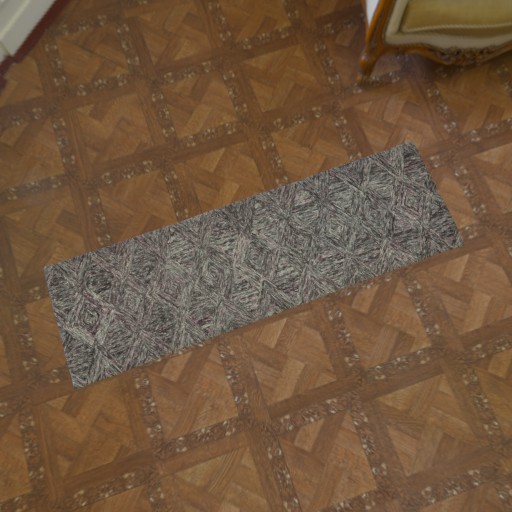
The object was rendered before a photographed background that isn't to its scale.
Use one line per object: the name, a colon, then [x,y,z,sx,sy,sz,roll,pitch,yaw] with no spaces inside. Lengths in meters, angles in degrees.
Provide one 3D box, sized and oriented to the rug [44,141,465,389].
rug: [0.000,0.000,2.522,2.305,0.013,0.719,-20,76,-5]
